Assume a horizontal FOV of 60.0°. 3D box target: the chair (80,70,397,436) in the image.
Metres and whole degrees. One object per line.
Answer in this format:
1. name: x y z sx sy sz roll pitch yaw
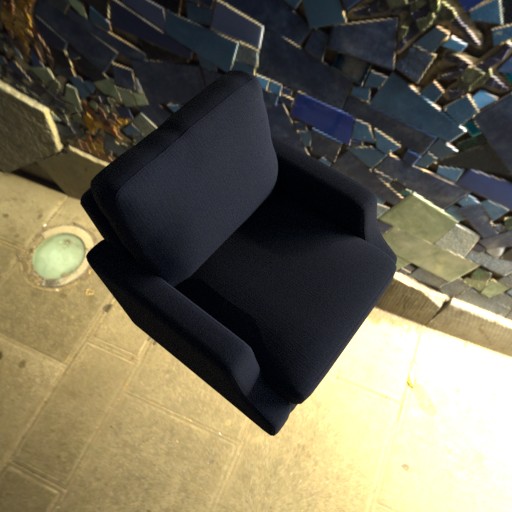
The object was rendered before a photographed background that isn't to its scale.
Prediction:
1. chair: 0.000 0.000 1.648 0.897 0.991 0.855 34 65 18
